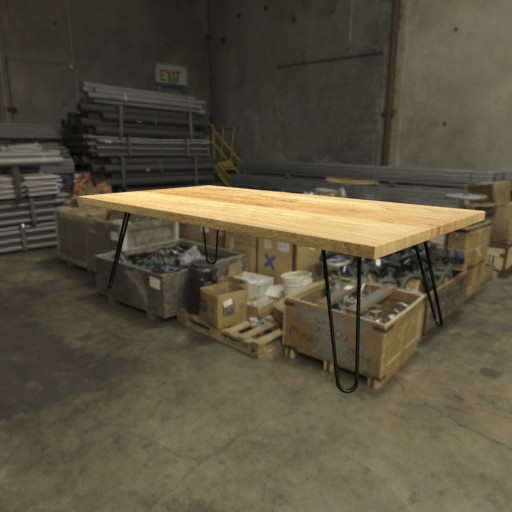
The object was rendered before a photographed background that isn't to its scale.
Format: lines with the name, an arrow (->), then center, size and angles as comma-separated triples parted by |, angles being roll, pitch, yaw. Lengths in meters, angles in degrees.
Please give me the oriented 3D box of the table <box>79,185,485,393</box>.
table -> 0.000, 0.000, 1.662 | 1.348, 0.400, 0.699 | 13, 19, 42
